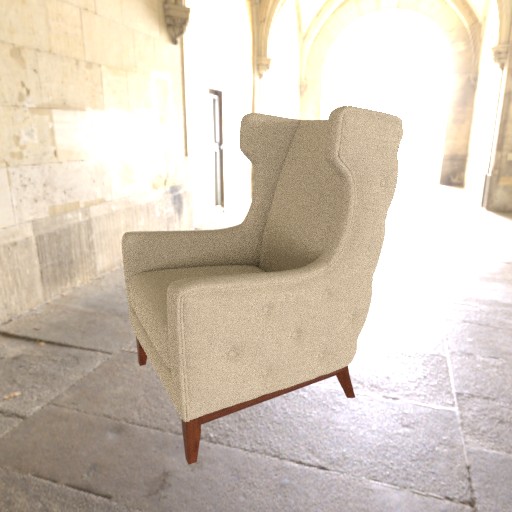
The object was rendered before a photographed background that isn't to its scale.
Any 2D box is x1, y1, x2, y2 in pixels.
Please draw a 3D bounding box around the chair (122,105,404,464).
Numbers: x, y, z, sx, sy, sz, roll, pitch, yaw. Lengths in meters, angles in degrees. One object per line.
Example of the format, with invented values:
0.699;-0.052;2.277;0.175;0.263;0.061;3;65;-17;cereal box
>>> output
0.000;0.000;1.710;0.899;1.079;0.778;-8;18;-26;chair
